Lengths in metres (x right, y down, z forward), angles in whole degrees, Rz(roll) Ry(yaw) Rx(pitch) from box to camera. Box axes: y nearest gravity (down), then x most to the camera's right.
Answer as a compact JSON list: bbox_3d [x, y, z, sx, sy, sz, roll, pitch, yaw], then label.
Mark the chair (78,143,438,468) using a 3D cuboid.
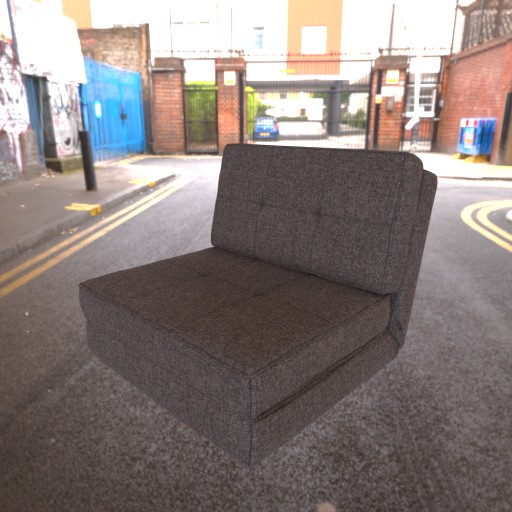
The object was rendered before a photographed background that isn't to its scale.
[{"bbox_3d":[0.000,0.000,1.316,0.740,0.615,0.800,16,23,42],"label":"chair"}]
